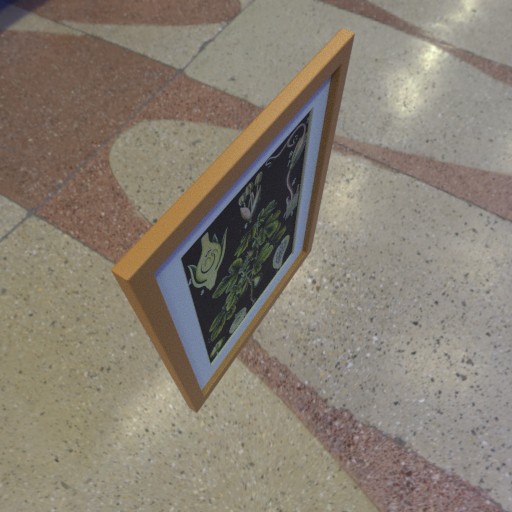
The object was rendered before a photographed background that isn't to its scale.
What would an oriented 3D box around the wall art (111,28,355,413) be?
[{"bbox_3d":[0.000,0.000,0.736,0.022,0.553,0.452,30,63,17],"label":"wall art"}]
